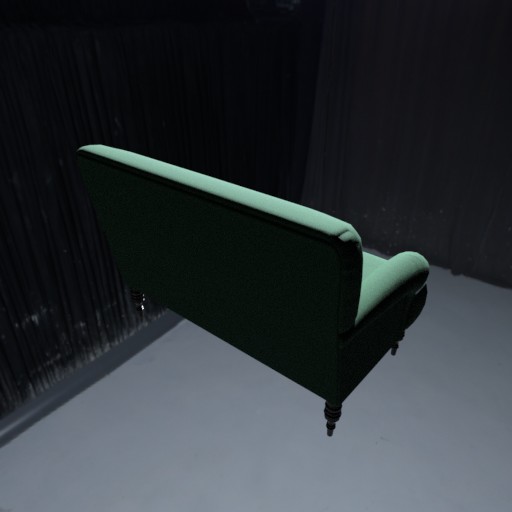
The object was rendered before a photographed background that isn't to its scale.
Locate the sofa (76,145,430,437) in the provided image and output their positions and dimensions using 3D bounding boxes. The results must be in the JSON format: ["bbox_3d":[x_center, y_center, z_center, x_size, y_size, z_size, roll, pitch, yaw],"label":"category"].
[{"bbox_3d":[0.000,0.000,1.835,1.297,0.889,0.779,23,37,33],"label":"sofa"}]
